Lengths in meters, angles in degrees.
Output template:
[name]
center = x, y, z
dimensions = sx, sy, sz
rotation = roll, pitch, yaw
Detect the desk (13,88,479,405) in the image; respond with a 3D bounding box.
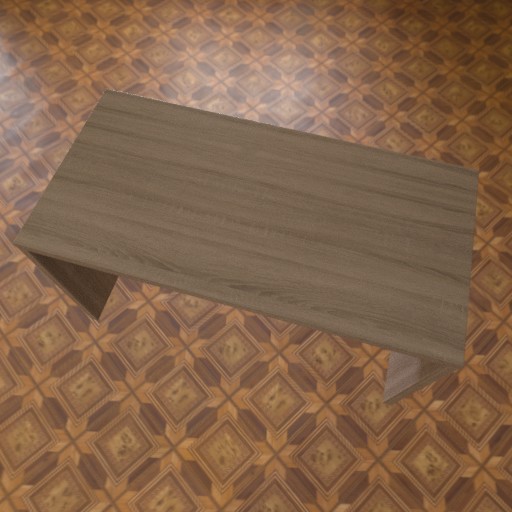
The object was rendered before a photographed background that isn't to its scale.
[desk]
center = 0.000, 0.000, 1.776
dimensions = 1.380, 0.745, 0.690
rotation = 14, 64, 7
